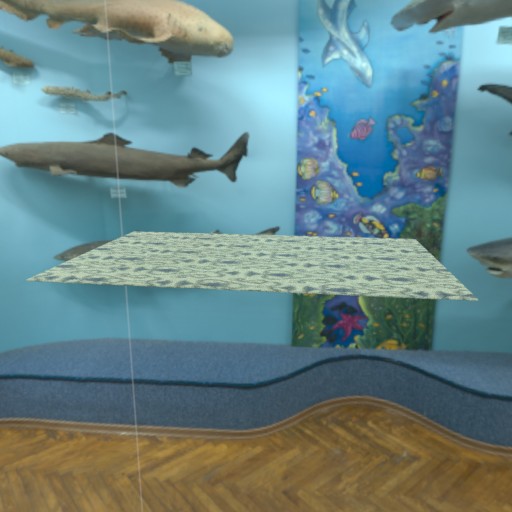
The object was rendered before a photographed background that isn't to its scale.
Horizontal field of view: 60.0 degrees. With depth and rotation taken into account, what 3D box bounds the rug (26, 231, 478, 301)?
[{"bbox_3d":[0.000,0.000,2.090,1.652,0.006,1.035,2,14,8],"label":"rug"}]
